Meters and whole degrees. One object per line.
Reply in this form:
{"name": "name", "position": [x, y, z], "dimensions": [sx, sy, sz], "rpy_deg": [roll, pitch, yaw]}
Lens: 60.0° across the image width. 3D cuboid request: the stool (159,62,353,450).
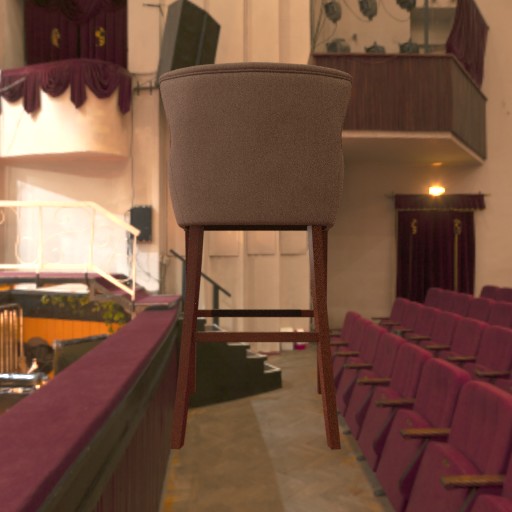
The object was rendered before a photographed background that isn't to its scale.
{"name": "stool", "position": [0.000, 0.000, 1.421], "dimensions": [0.575, 1.047, 0.575], "rpy_deg": [0, 0, 0]}
